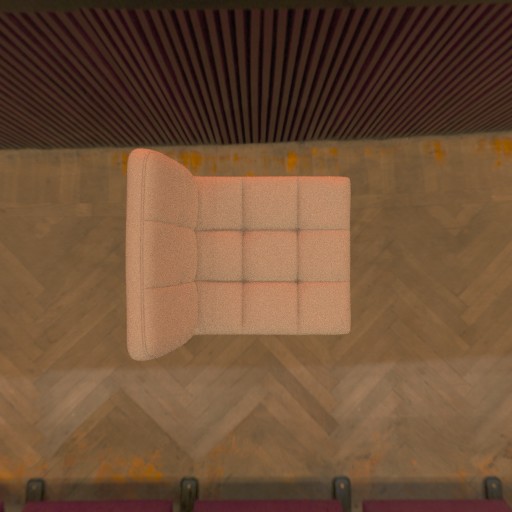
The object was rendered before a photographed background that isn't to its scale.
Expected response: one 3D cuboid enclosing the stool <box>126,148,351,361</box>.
[{"bbox_3d":[0.000,0.000,1.394,0.505,1.115,0.430,0,90,0],"label":"stool"}]
